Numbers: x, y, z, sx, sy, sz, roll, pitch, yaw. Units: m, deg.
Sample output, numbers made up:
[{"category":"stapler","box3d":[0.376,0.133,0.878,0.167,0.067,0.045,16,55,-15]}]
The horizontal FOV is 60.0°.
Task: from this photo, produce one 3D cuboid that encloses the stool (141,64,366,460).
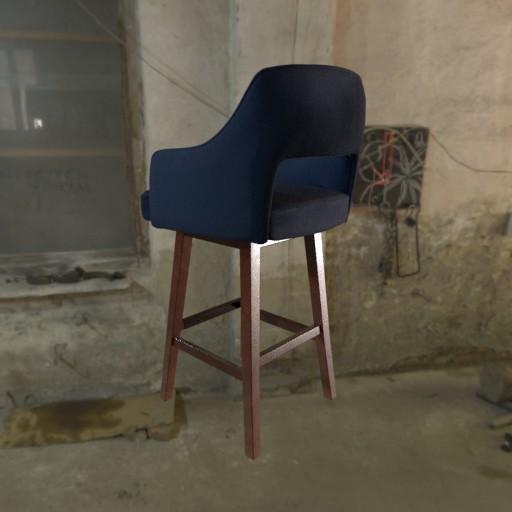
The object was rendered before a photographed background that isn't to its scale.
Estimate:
[{"category":"stool","box3d":[0.000,0.000,1.374,0.560,1.041,0.550,14,21,41]}]
